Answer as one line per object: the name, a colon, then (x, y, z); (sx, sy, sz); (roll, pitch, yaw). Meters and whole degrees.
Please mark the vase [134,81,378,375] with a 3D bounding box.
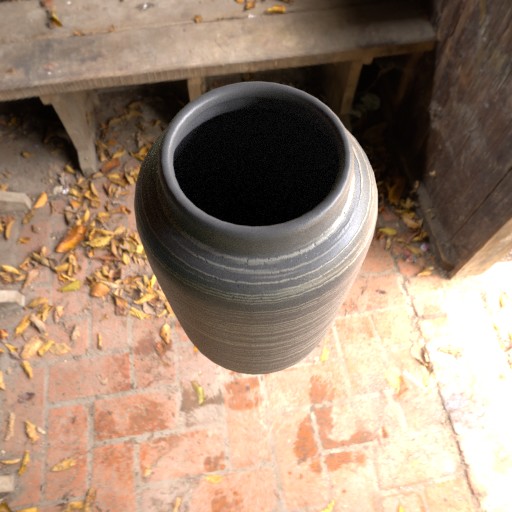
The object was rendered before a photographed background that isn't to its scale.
vase: (0.000, 0.000, 0.679); (0.297, 0.499, 0.297); (0, 64, 0)
